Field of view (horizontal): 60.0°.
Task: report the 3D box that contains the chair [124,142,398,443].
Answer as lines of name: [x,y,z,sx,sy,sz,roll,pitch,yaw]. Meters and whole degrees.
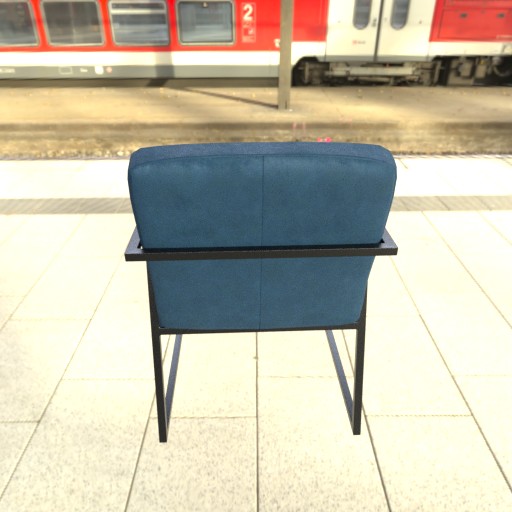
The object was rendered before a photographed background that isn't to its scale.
chair: [0.000,0.000,1.301,0.571,0.833,0.677,-1,31,-2]
